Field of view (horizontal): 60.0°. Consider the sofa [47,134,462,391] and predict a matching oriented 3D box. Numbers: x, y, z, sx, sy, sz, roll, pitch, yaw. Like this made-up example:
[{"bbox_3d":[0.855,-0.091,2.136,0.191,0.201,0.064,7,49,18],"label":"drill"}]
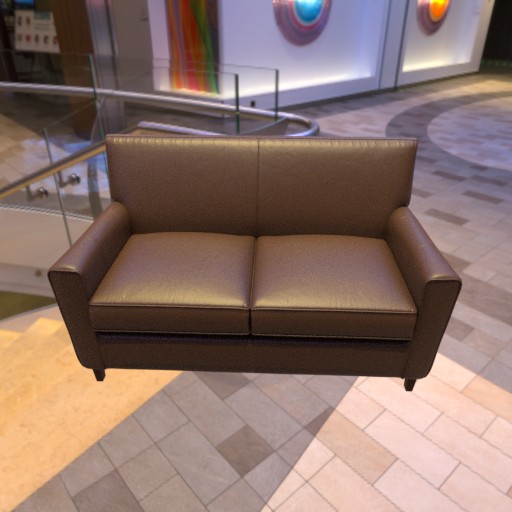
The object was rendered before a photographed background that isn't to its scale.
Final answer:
[{"bbox_3d":[0.000,0.000,1.960,1.468,0.859,0.853,1,30,2],"label":"sofa"}]
